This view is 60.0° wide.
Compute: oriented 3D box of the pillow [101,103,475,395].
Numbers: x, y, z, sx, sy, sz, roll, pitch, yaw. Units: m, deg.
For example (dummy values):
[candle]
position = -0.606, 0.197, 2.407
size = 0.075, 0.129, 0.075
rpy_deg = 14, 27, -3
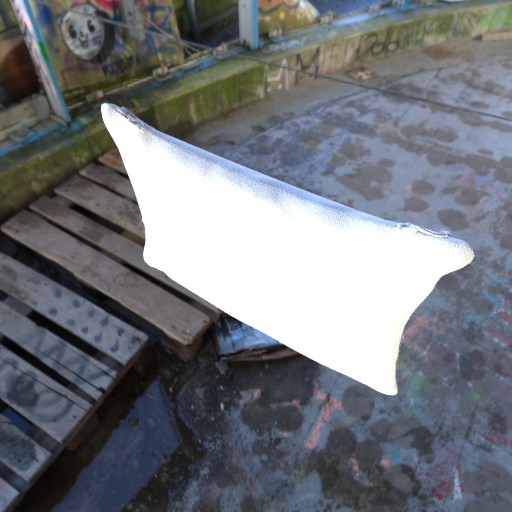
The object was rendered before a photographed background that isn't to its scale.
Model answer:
[pillow]
position = 0.000, 0.000, 0.586
size = 0.466, 0.305, 0.084
rpy_deg = 26, 53, 21
